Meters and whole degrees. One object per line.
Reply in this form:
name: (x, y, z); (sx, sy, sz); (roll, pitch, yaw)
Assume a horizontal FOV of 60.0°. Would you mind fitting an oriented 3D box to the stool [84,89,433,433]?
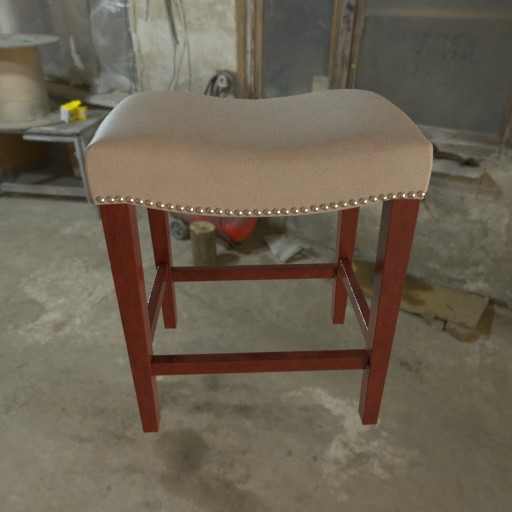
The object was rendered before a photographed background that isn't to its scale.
stool: (0.000, 0.000, 0.926); (0.509, 0.632, 0.375); (-1, 31, -2)
